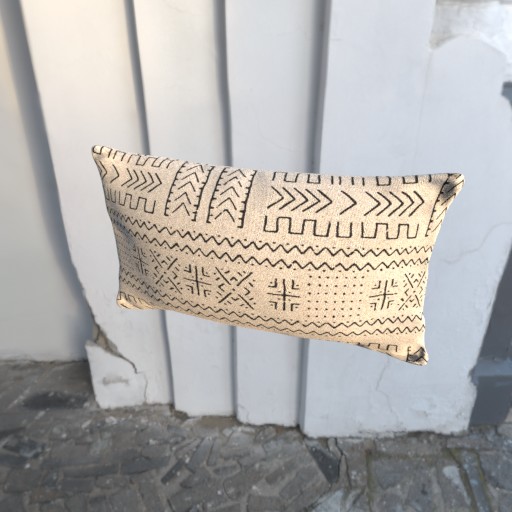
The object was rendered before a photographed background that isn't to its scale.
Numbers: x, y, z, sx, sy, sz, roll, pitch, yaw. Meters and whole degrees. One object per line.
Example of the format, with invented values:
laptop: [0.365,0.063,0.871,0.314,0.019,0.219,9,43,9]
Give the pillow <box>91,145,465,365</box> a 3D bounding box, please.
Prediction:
pillow: [0.000,0.000,0.792,0.637,0.352,0.188,8,28,16]
